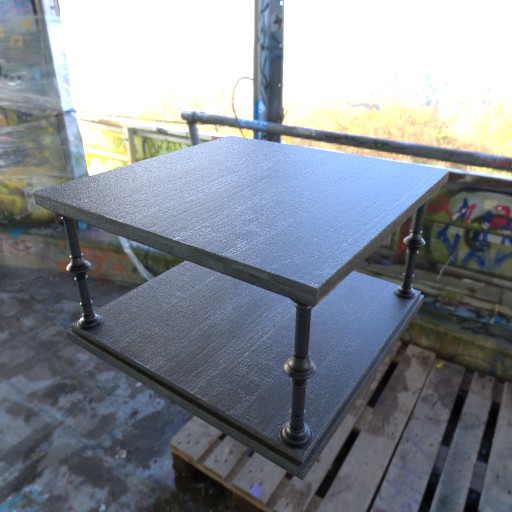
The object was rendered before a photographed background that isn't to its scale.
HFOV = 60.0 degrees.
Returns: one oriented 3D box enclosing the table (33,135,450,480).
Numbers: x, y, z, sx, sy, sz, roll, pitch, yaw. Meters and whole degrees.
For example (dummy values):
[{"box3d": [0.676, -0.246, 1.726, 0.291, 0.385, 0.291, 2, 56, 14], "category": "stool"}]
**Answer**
[{"box3d": [0.000, 0.000, 1.128, 0.696, 0.400, 0.696, 18, 32, 31], "category": "table"}]
